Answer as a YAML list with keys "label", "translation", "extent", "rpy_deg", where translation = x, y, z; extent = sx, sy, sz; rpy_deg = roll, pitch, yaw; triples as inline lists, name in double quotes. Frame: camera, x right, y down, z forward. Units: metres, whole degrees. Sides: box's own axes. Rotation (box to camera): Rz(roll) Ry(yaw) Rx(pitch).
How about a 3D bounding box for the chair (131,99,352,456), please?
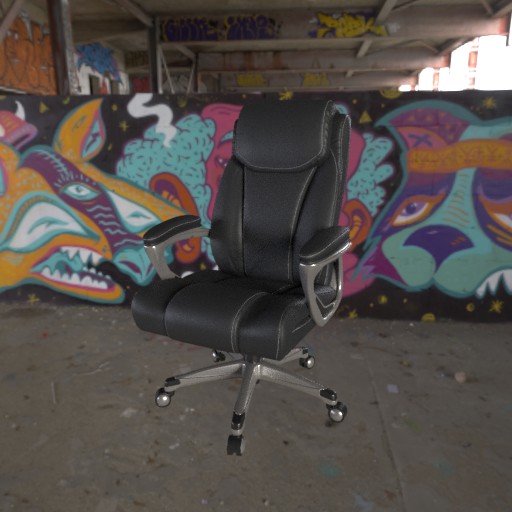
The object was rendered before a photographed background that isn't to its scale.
- label: "chair"
  translation: [0.000, 0.000, 1.661]
  extent: [0.741, 1.167, 0.784]
  rpy_deg: [6, 15, 26]
